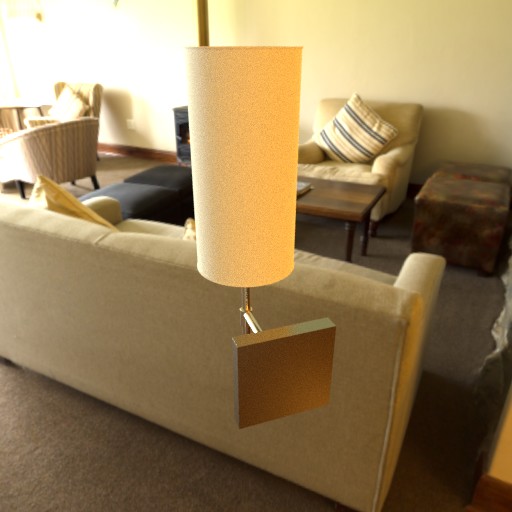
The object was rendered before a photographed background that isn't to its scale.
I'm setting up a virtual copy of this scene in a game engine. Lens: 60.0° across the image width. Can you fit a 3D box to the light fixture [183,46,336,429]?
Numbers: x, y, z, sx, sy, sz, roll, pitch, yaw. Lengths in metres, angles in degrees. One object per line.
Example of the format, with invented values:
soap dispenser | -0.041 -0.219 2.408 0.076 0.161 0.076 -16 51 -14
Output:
light fixture | 0.000 0.000 0.540 0.128 0.462 0.208 -9 27 -18
